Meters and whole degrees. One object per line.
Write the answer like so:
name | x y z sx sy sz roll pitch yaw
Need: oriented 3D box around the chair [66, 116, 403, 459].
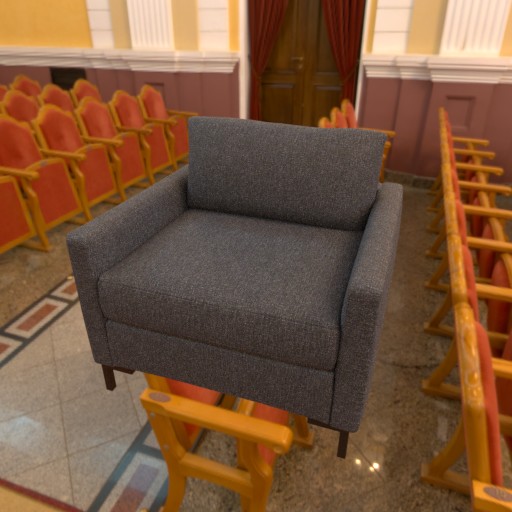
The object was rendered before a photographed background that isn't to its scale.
chair | 0.000 0.000 1.622 0.963 0.861 0.866 9 29 17
